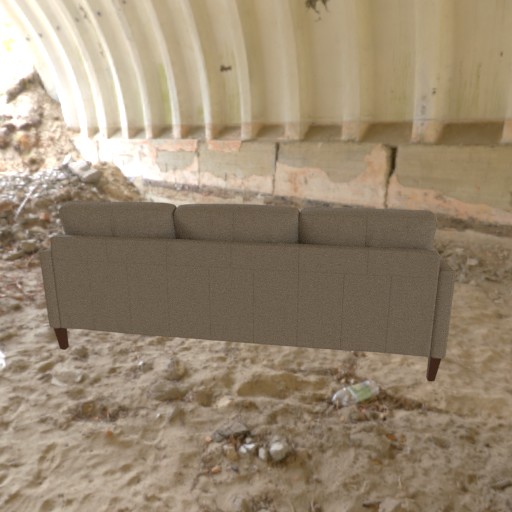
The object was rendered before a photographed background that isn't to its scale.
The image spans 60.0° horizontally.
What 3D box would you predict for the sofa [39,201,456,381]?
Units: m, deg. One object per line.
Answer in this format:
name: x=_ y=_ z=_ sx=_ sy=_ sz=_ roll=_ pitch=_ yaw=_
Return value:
sofa: x=0.000 y=0.000 z=3.005 sx=2.178 sy=0.875 sz=1.506 roll=3 pitch=15 yaw=9
